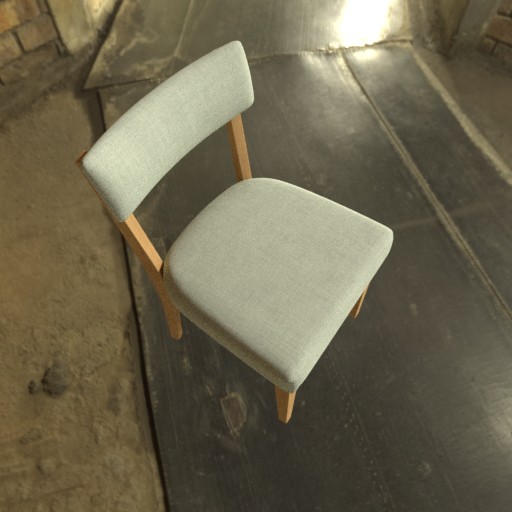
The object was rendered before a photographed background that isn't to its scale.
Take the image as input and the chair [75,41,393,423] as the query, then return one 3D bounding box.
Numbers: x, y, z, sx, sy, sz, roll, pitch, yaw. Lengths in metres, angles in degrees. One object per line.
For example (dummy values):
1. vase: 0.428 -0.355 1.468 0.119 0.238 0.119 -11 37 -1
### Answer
1. chair: 0.000 0.000 1.187 0.572 0.832 0.508 31 63 18
